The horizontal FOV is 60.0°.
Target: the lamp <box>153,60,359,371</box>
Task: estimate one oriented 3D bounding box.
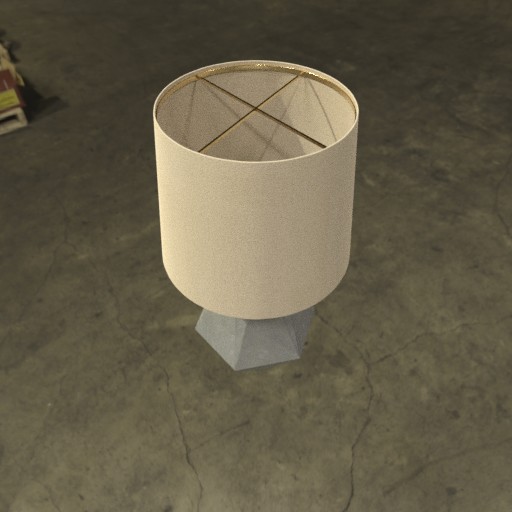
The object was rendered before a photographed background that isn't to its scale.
[{"bbox_3d":[0.000,0.000,0.681,0.276,0.501,0.276,0,47,0],"label":"lamp"}]
